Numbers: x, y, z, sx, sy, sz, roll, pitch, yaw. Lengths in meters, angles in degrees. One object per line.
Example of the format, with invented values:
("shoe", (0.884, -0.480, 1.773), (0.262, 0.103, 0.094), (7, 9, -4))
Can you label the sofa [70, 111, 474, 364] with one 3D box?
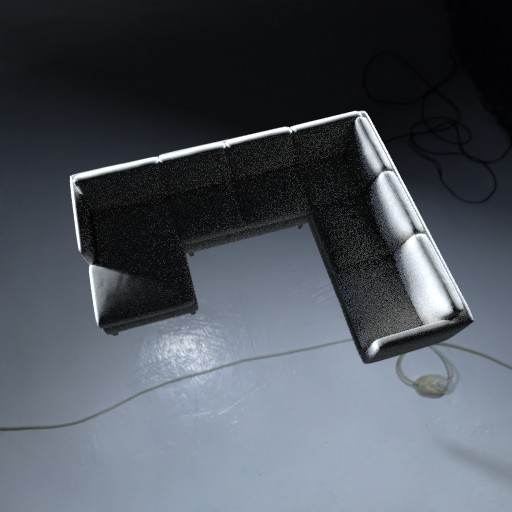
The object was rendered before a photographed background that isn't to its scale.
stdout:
("sofa", (0.000, 0.000, 4.381), (3.238, 0.853, 2.551), (-14, 65, -7))
